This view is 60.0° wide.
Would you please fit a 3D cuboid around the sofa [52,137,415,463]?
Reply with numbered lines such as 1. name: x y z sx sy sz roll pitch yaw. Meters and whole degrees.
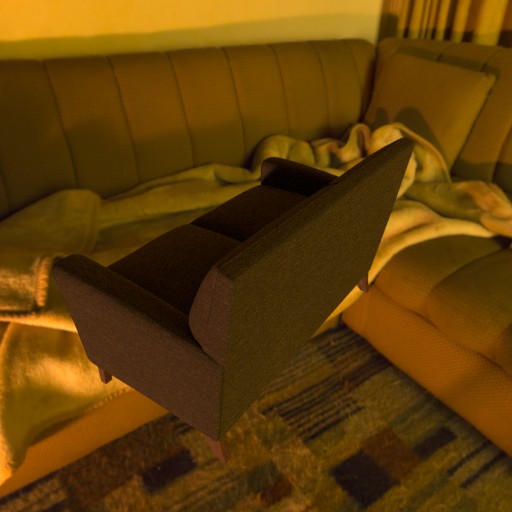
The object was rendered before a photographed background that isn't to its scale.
1. sofa: 0.000 0.000 2.058 0.867 0.905 1.509 20 37 29
